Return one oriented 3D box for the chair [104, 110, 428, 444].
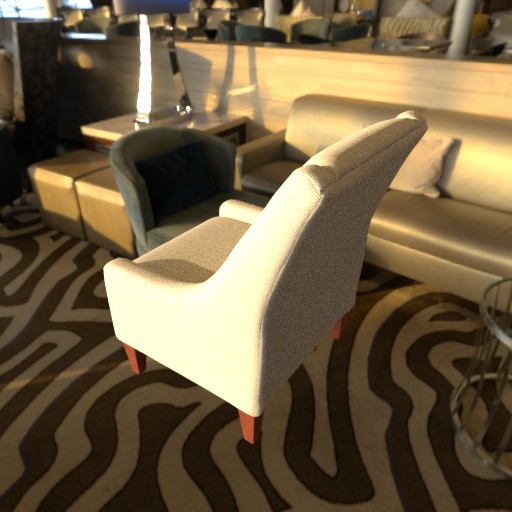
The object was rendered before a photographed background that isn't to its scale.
[{"bbox_3d":[0.000,0.000,1.639,0.870,1.014,0.774,19,35,30],"label":"chair"}]
